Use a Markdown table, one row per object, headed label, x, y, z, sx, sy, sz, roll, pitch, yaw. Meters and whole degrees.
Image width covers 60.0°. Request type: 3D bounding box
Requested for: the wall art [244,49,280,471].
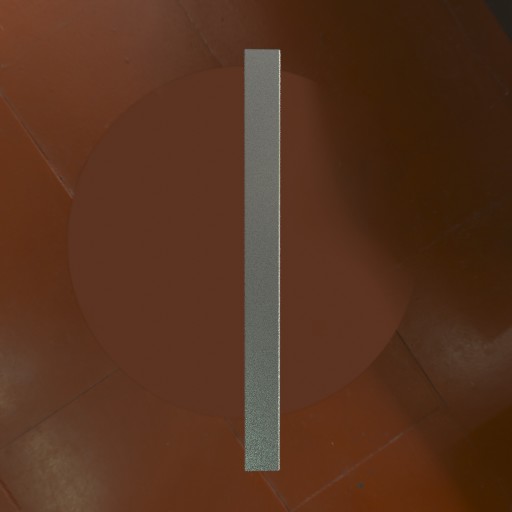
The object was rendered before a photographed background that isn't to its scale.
| label | x | y | z | sx | sy | sz | roll | pitch | yaw |
| --- | --- | --- | --- | --- | --- | --- | --- | --- | --- |
| wall art | 0.000 | 0.000 | 0.750 | 0.038 | 0.549 | 0.452 | 0 | 92 | -1 |
